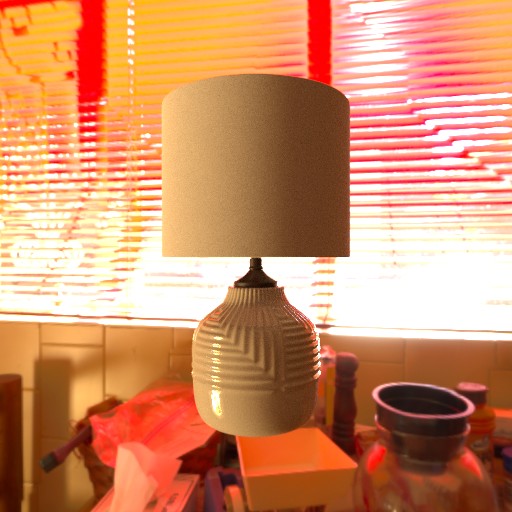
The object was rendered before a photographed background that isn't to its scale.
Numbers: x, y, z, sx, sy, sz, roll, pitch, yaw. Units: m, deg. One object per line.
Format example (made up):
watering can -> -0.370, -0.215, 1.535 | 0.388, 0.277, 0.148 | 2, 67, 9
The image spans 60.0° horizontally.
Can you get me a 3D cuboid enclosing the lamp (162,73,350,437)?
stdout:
lamp -> 0.000, 0.000, 0.763 | 0.318, 0.567, 0.318 | 0, 0, 0
